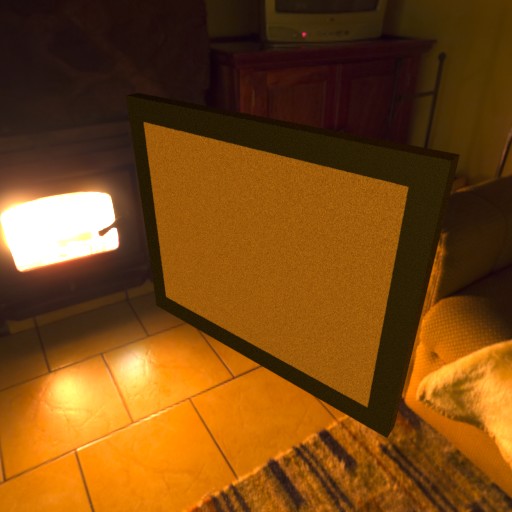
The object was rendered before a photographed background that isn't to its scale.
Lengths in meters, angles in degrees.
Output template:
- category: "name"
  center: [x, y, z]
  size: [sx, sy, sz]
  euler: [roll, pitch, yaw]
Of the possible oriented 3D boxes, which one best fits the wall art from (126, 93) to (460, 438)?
- category: "wall art"
  center: [0.000, 0.000, 0.752]
  size: [0.561, 0.460, 0.028]
  euler: [22, 37, 32]
